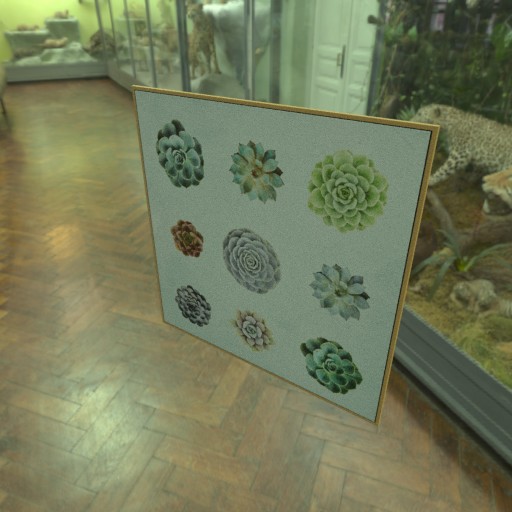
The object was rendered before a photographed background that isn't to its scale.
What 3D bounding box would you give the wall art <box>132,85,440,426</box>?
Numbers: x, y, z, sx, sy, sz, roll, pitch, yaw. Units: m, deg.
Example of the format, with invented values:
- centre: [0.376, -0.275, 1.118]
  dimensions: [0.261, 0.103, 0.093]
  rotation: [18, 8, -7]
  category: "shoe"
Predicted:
- centre: [0.000, 0.000, 1.435]
  dimensions: [0.962, 0.959, 0.013]
  rotation: [19, 35, 29]
  category: "wall art"
